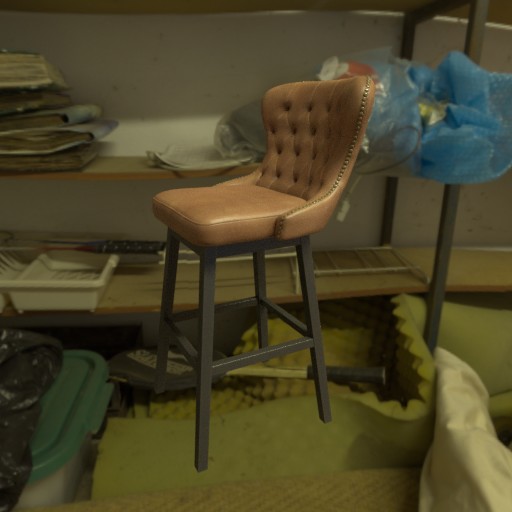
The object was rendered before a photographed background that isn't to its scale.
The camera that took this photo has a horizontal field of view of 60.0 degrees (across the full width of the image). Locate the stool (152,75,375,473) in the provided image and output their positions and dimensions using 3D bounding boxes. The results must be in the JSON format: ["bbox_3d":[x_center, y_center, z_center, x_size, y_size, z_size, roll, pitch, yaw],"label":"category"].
[{"bbox_3d":[0.000,0.000,1.389,0.601,1.050,0.528,-9,20,-27],"label":"stool"}]
